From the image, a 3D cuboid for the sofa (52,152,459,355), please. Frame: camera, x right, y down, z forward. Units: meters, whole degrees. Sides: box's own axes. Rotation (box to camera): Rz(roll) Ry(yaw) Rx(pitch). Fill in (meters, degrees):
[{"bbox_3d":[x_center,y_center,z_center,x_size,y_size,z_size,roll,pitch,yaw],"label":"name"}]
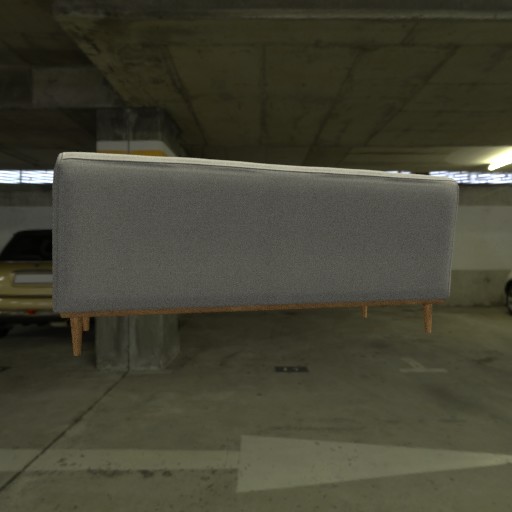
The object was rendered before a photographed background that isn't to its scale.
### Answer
[{"bbox_3d":[0.000,0.000,2.524,2.057,0.871,0.978,0,0,-18],"label":"sofa"}]
